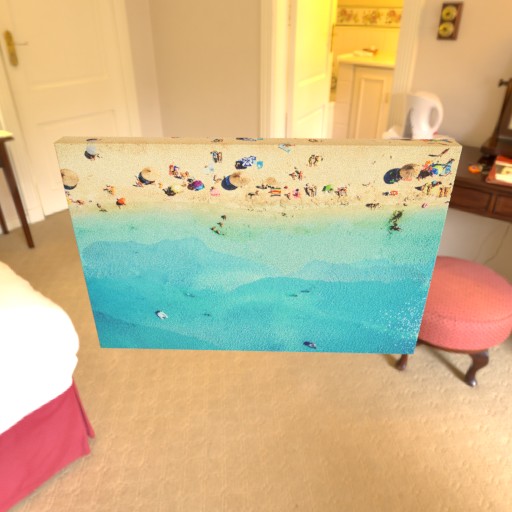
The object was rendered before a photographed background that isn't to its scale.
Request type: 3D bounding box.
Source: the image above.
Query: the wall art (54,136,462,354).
[{"bbox_3d":[0.000,0.000,0.777,0.609,0.406,0.039,1,30,1],"label":"wall art"}]
